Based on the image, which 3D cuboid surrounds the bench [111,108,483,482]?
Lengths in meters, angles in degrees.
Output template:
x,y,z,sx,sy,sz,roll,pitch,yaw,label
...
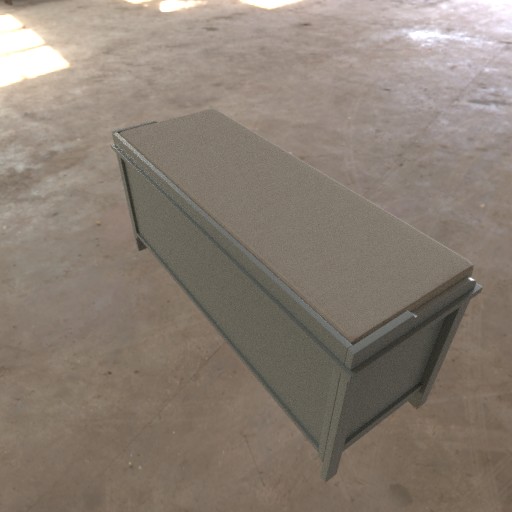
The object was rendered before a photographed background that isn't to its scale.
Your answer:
x,y,z,sx,sy,sz,roll,pitch,yaw,label
0.000,0.000,1.359,0.398,0.501,1.140,-24,45,-26,bench
